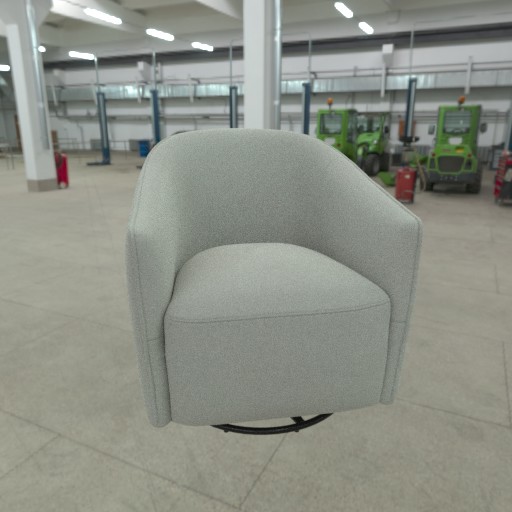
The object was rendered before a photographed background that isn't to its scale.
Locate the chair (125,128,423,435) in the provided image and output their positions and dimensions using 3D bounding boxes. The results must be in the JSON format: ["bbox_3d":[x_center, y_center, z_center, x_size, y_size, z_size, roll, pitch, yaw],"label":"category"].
[{"bbox_3d":[0.000,0.000,1.446,0.747,0.799,0.875,-3,16,-9],"label":"chair"}]
